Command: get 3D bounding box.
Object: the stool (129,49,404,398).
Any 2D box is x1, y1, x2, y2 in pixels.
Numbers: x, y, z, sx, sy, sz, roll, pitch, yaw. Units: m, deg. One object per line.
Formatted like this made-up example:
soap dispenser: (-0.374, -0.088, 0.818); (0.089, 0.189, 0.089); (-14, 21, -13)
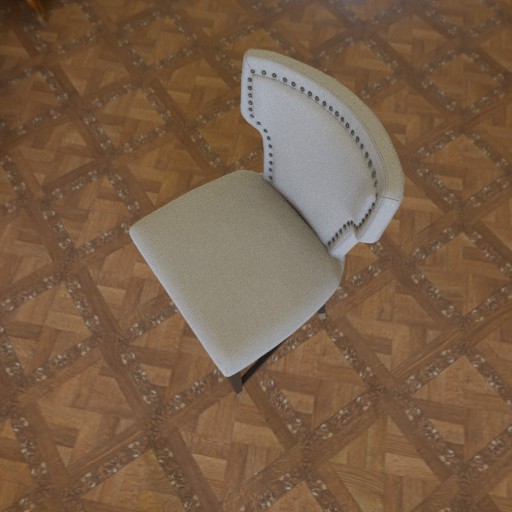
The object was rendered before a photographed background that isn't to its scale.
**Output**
stool: (0.000, 0.000, 1.346); (0.563, 0.982, 0.527); (-33, 68, -15)
